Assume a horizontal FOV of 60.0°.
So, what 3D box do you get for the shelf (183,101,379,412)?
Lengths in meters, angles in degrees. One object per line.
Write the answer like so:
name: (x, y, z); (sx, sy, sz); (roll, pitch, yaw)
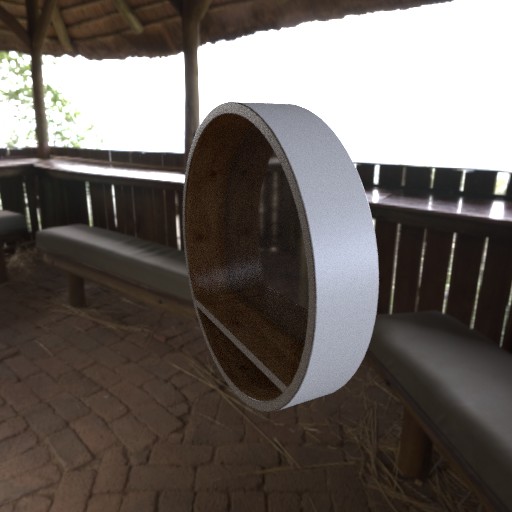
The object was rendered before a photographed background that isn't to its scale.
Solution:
shelf: (0.000, 0.000, 1.230); (0.158, 0.807, 0.806); (-8, 18, -26)
